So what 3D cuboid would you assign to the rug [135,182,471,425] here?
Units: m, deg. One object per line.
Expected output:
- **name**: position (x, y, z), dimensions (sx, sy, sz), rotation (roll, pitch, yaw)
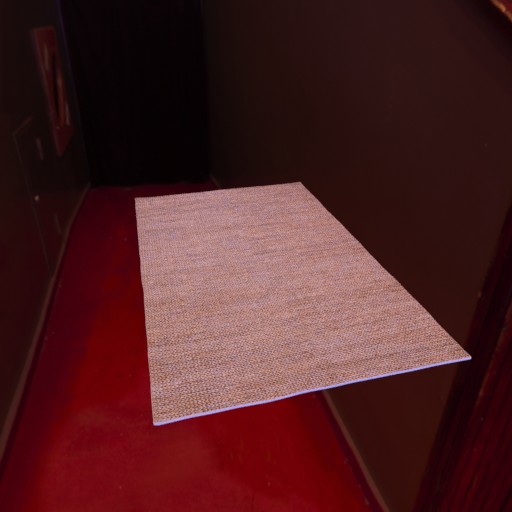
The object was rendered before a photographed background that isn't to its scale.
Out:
- **rug**: position (0.000, 0.000, 2.997), dimensions (1.521, 0.034, 2.438), rotation (-8, 31, -13)
